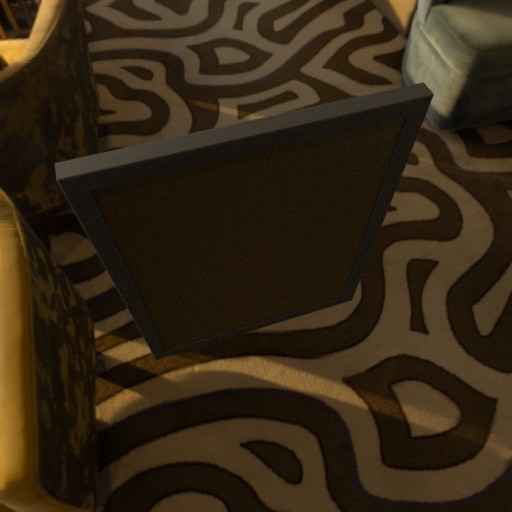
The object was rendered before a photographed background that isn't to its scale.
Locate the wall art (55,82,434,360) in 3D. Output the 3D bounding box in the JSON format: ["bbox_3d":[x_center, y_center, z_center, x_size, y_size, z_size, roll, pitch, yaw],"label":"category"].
[{"bbox_3d":[0.000,0.000,0.752,0.457,0.558,0.028,-15,59,-10],"label":"wall art"}]
